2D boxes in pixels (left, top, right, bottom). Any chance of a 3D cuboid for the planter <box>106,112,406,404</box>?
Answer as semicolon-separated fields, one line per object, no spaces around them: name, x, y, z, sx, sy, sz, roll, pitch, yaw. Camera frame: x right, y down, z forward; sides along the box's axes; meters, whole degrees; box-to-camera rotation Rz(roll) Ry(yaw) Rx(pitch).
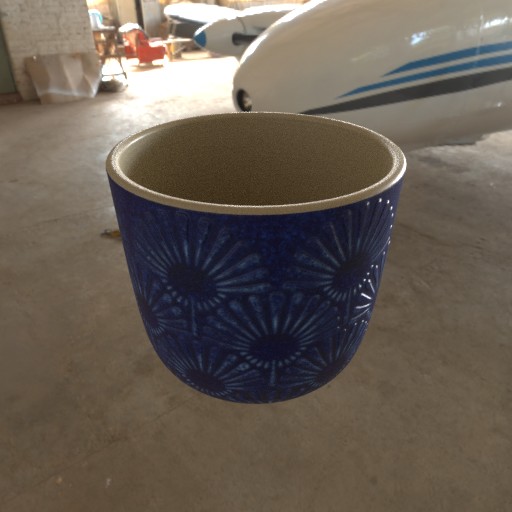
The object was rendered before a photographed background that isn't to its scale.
planter;0.000;0.000;0.218;0.124;0.109;0.124;0;32;0
